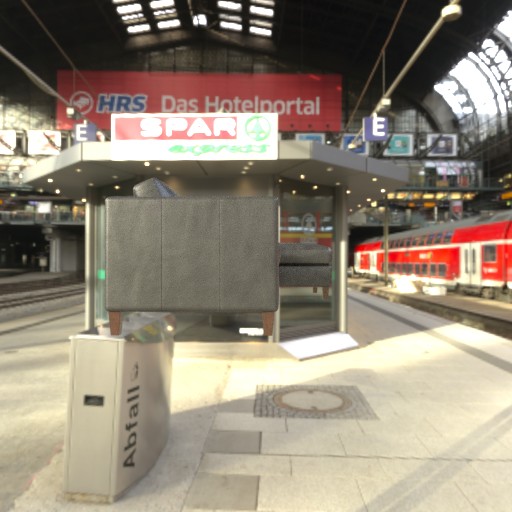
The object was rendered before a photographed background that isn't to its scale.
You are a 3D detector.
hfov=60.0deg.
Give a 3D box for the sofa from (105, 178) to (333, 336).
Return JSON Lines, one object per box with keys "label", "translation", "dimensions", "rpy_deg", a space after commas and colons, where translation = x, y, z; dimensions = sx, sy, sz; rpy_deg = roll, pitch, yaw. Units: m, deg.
{"label": "sofa", "translation": [0.000, 0.000, 3.950], "dimensions": [1.581, 0.883, 3.203], "rpy_deg": [0, 0, 1]}
